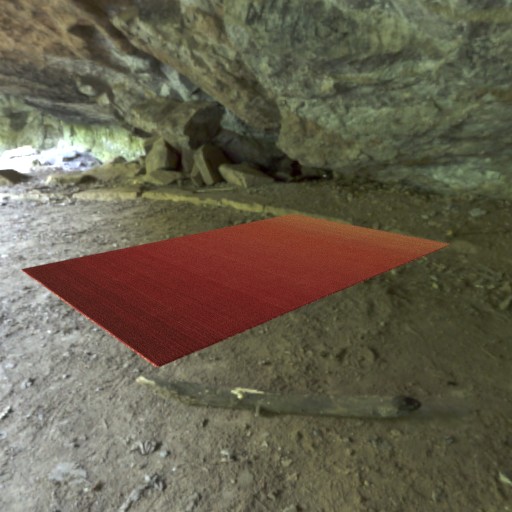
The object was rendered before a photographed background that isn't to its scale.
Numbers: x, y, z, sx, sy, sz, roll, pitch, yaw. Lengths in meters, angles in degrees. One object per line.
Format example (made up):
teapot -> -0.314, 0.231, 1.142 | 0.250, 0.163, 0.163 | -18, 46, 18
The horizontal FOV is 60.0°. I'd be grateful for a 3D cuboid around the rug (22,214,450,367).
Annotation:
rug -> 0.000, 0.000, 2.933 | 2.442, 0.010, 1.531 | -15, 23, -41
